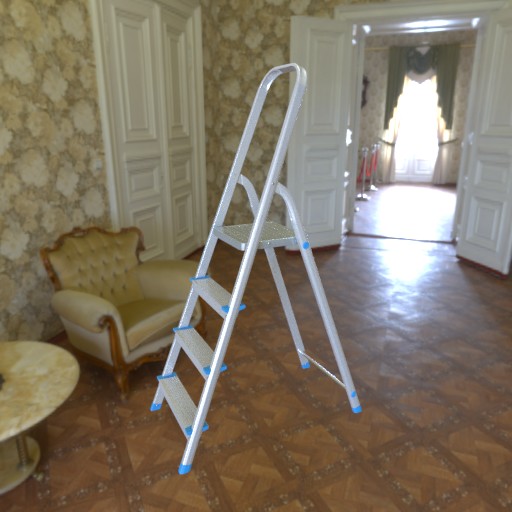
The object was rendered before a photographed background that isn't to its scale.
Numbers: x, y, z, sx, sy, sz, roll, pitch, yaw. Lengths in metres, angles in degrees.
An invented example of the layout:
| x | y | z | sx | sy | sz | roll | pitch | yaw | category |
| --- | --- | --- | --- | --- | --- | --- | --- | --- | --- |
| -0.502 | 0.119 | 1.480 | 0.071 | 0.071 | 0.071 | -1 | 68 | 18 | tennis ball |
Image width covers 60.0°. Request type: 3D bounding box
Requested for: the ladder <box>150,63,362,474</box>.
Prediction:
| x | y | z | sx | sy | sz | roll | pitch | yaw | category |
| --- | --- | --- | --- | --- | --- | --- | --- | --- | --- |
| 0.000 | 0.000 | 1.782 | 0.842 | 1.434 | 0.445 | -8 | 18 | -26 | ladder |
